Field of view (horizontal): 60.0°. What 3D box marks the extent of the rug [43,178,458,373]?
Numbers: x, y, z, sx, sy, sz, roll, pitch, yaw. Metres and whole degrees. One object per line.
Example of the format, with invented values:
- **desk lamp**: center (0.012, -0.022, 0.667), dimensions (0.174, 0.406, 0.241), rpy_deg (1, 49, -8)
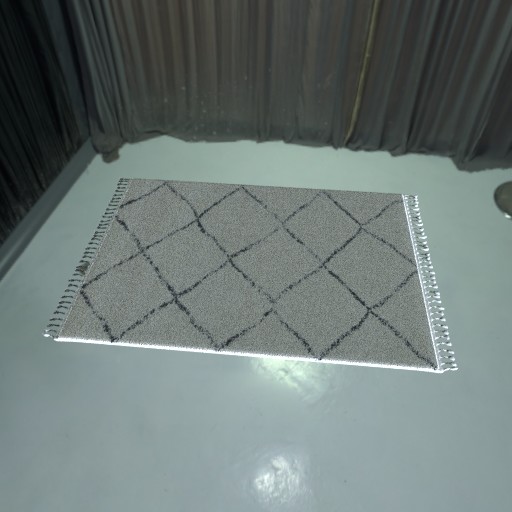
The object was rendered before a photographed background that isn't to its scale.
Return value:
- **rug**: center (0.000, 0.000, 2.914), dimensions (2.307, 0.031, 1.494), rpy_deg (4, 47, 4)
